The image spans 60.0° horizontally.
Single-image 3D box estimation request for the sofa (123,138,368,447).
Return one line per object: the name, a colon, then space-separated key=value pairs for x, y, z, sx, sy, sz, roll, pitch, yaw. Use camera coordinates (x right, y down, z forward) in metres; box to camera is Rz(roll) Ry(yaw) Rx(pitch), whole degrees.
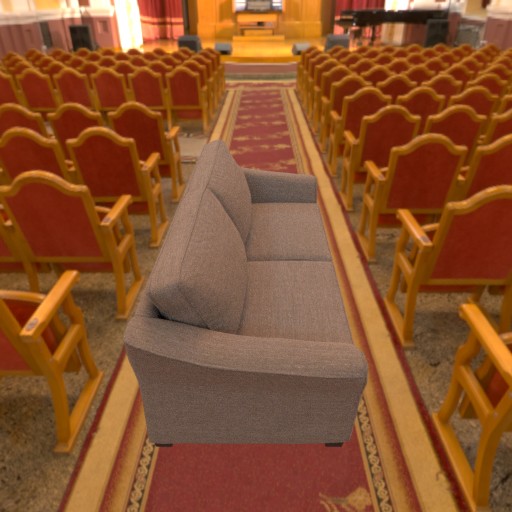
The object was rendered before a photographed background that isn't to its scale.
sofa: x=0.000 y=0.000 z=2.754 sx=0.980 sy=0.965 sz=2.270 roll=1 pitch=31 yaw=1
